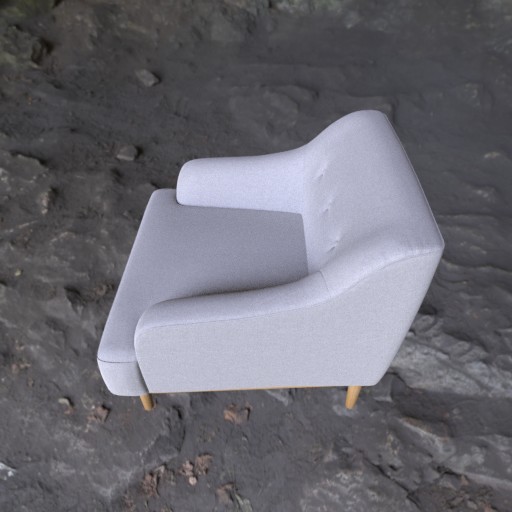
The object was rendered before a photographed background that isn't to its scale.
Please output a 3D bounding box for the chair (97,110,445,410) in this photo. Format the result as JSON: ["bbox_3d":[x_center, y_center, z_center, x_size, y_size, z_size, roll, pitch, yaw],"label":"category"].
[{"bbox_3d":[0.000,0.000,1.626,0.951,0.818,0.946,1,42,1],"label":"chair"}]
